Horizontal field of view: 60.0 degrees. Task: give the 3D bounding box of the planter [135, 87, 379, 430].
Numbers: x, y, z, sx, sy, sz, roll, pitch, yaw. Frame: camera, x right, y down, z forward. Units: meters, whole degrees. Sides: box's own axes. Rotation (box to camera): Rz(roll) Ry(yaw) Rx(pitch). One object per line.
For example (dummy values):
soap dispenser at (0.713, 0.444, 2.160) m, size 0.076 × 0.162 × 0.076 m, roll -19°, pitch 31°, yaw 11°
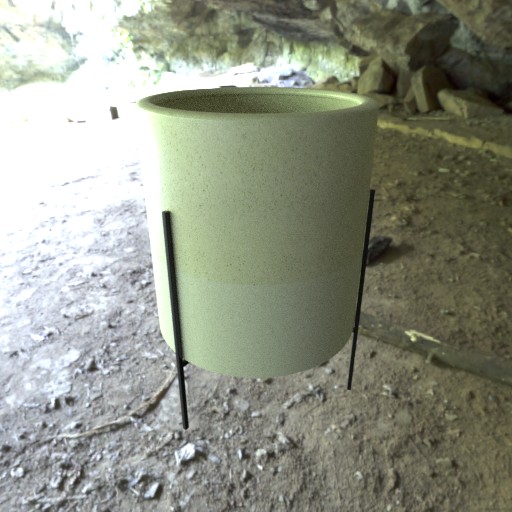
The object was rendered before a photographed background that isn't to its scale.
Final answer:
planter at (0.000, 0.000, 0.711) m, size 0.324 × 0.483 × 0.333 m, roll -8°, pitch 27°, yaw -16°
